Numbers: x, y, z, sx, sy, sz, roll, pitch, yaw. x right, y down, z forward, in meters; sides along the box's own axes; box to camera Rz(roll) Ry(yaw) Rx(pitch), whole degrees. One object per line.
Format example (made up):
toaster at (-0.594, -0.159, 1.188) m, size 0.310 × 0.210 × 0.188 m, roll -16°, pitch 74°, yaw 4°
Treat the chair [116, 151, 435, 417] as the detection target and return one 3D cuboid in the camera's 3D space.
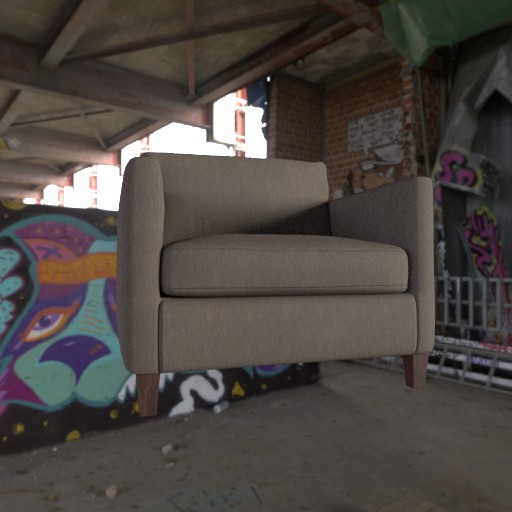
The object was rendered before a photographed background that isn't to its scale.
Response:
chair at (0.000, 0.000, 1.858) m, size 1.107 × 0.963 × 0.959 m, roll 0°, pitch -1°, yaw -18°
